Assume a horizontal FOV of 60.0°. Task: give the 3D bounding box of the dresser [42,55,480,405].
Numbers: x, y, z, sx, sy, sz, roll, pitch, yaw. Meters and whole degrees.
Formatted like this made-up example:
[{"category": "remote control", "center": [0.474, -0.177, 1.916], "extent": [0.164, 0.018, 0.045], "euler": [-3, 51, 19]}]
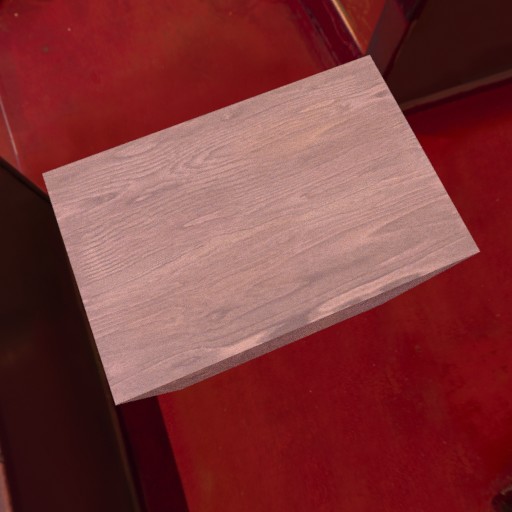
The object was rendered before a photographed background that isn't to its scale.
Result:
[{"category": "dresser", "center": [0.000, 0.000, 1.331], "extent": [0.809, 0.762, 0.529], "euler": [-22, 76, -6]}]
